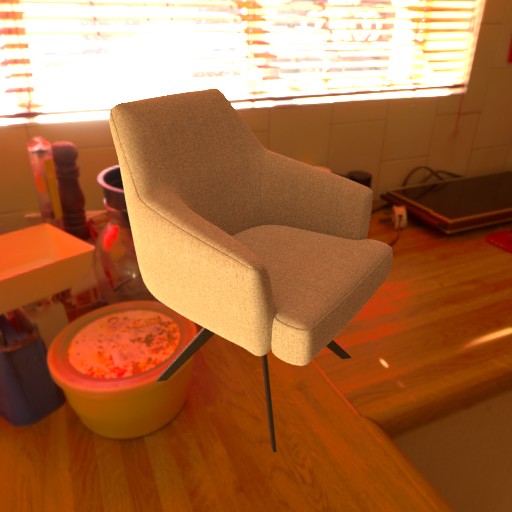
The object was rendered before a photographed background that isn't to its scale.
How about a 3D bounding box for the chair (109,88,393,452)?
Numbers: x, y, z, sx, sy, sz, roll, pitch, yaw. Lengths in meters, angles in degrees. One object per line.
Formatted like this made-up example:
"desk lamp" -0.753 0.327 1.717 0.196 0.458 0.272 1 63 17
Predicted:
"chair" 0.000 0.000 1.330 0.677 0.874 0.642 19 33 31
